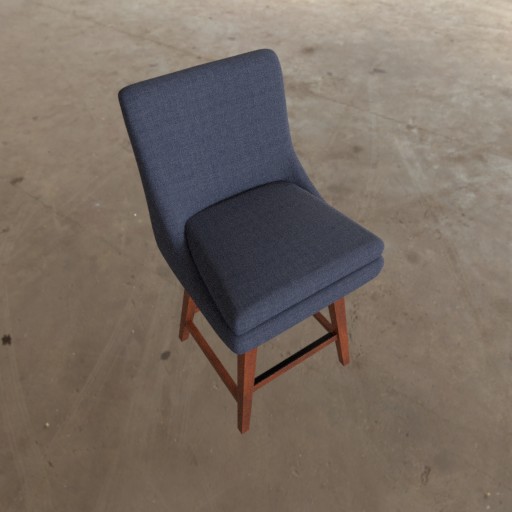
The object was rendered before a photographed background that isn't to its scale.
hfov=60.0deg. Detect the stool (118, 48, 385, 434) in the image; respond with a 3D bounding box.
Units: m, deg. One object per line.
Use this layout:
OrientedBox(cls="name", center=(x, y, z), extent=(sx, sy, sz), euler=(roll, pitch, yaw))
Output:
OrientedBox(cls="stool", center=(0.000, 0.000, 1.235), extent=(0.467, 0.895, 0.524), euler=(-26, 52, -23))
